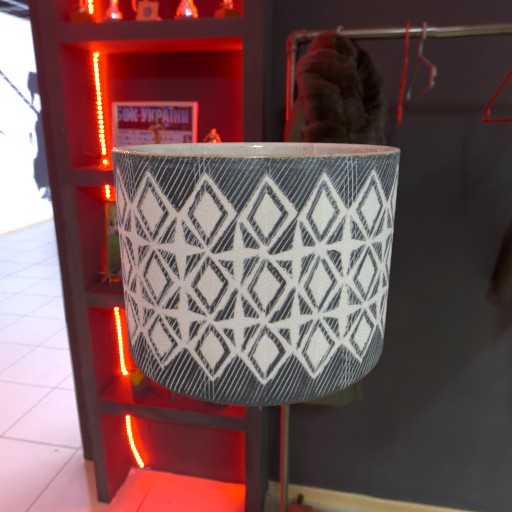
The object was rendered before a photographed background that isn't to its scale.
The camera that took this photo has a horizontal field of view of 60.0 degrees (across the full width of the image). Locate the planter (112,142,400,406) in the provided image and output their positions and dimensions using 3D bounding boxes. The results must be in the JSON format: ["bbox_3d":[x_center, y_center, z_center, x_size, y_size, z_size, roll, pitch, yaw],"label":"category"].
[{"bbox_3d":[0.000,0.000,0.218,0.126,0.104,0.126,0,16,0],"label":"planter"}]
